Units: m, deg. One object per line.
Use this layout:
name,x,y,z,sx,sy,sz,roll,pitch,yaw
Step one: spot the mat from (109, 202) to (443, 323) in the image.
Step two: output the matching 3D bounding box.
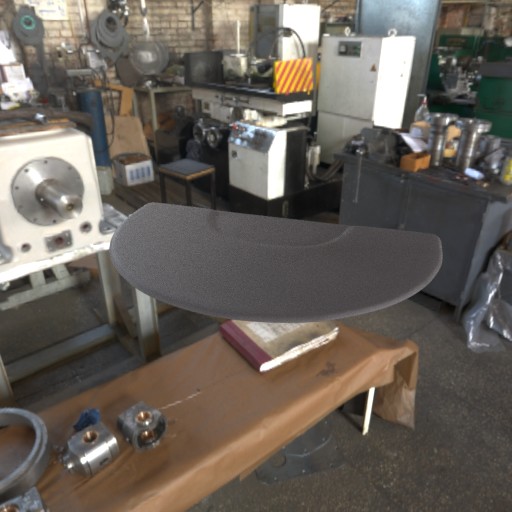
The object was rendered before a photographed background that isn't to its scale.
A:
mat,0.000,0.000,1.882,1.525,0.022,0.917,8,28,15
